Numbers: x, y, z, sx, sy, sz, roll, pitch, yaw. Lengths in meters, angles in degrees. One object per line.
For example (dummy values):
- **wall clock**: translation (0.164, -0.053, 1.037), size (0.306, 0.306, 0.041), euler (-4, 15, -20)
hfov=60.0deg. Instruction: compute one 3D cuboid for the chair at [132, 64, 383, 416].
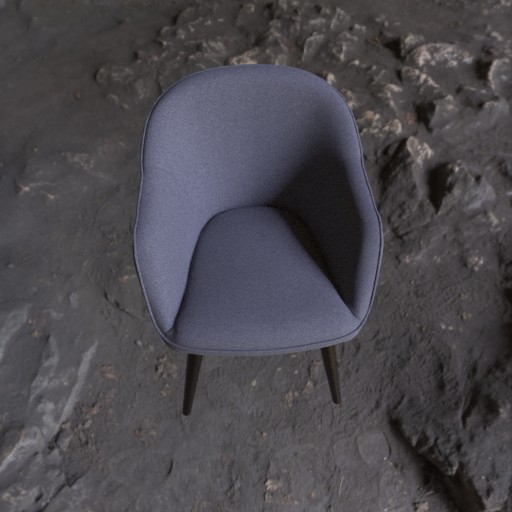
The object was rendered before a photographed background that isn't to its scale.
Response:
- **chair**: translation (0.000, 0.000, 1.233), size (0.589, 0.810, 0.611), euler (-3, 47, -3)
